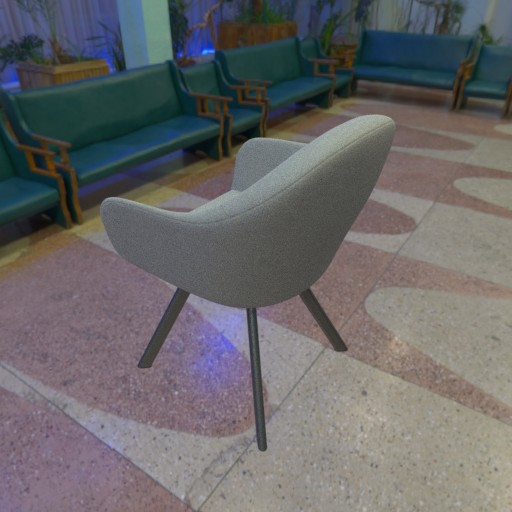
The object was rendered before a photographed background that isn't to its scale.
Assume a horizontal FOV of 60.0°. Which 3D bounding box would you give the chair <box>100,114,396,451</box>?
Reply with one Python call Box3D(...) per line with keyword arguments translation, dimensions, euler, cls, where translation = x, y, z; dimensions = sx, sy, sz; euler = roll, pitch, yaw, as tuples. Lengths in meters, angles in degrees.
Box3D(translation=(0.000, 0.000, 1.156), dimensions=(0.570, 0.780, 0.540), euler=(22, 38, 31), cls="chair")
